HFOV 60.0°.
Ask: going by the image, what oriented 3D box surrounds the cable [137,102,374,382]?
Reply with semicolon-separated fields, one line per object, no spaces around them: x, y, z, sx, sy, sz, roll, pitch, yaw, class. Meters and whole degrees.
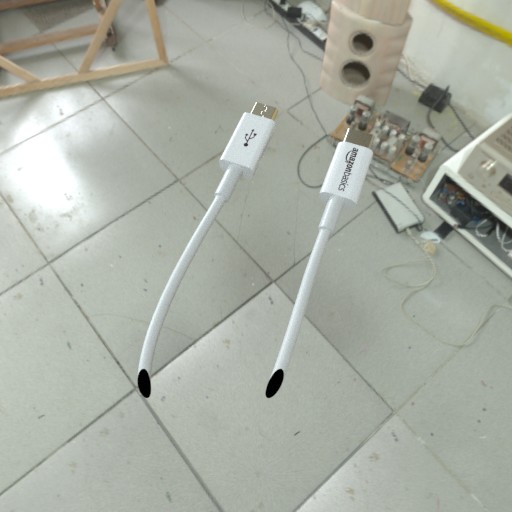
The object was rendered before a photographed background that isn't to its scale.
0.000;0.000;0.114;0.040;0.006;0.098;19;65;9;cable
